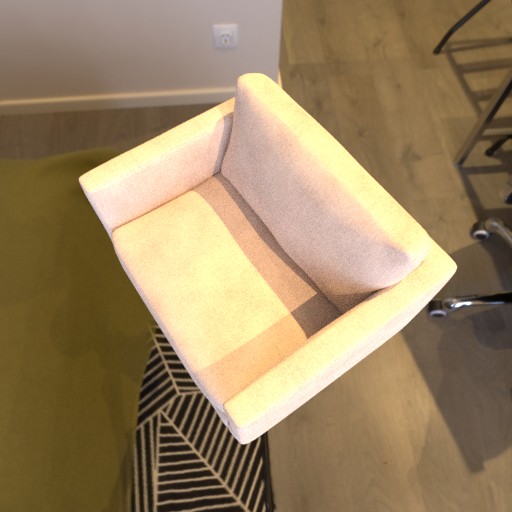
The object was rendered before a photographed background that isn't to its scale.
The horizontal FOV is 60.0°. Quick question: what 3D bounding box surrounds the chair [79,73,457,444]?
[{"bbox_3d":[0.000,0.000,1.844,0.959,0.961,1.133,-32,68,-15],"label":"chair"}]
